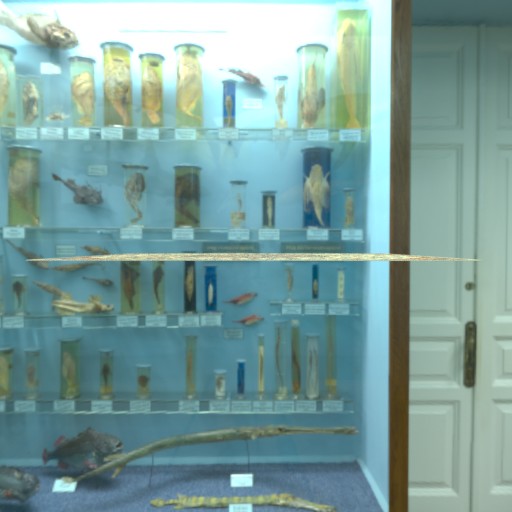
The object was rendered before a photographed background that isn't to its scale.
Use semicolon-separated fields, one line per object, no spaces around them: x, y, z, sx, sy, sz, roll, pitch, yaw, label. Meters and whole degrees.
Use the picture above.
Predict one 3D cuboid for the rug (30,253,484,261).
0.000;0.000;4.184;3.067;0.005;2.454;0;1;1;rug
